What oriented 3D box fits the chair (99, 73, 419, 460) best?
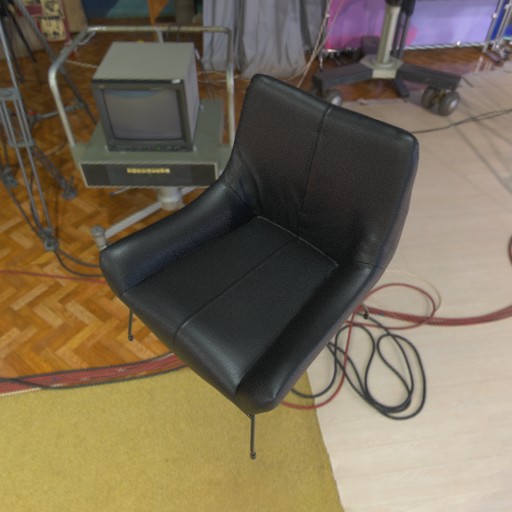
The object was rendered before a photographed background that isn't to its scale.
[{"bbox_3d":[0.000,0.000,1.598,0.836,0.922,0.826,34,55,28],"label":"chair"}]
